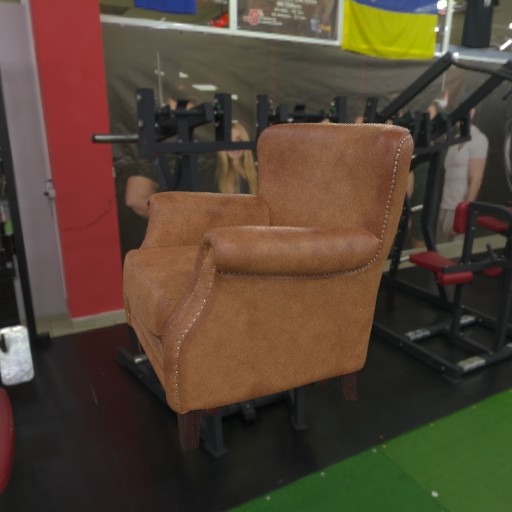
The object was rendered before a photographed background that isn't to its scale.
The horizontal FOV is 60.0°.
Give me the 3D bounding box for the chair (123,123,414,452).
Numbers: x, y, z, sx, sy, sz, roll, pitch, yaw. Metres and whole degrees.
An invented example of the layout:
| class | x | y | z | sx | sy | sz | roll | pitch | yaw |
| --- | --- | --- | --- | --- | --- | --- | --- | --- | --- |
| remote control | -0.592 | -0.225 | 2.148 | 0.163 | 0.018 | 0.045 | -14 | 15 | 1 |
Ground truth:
| class | x | y | z | sx | sy | sz | roll | pitch | yaw |
| --- | --- | --- | --- | --- | --- | --- | --- | --- | --- |
| chair | 0.000 | 0.000 | 1.635 | 0.921 | 0.936 | 0.861 | -8 | 19 | -25 |
